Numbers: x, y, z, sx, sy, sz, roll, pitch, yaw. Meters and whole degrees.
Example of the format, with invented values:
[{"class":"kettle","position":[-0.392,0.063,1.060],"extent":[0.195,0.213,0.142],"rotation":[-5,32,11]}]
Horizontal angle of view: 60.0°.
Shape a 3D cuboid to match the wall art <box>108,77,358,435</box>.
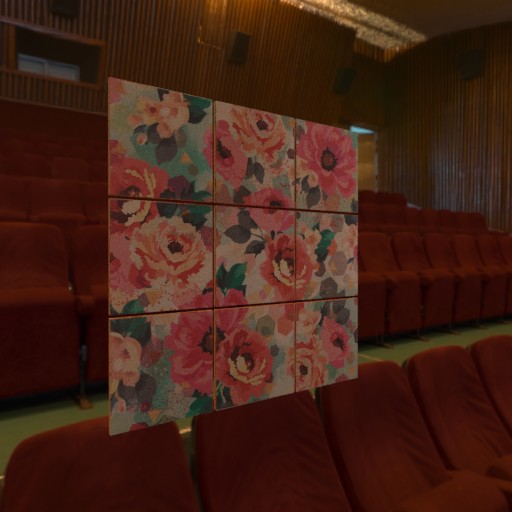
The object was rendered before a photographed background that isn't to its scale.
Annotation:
[{"class":"wall art","position":[0.000,0.000,1.389],"extent":[0.911,0.910,0.012],"rotation":[0,1,-35]}]
